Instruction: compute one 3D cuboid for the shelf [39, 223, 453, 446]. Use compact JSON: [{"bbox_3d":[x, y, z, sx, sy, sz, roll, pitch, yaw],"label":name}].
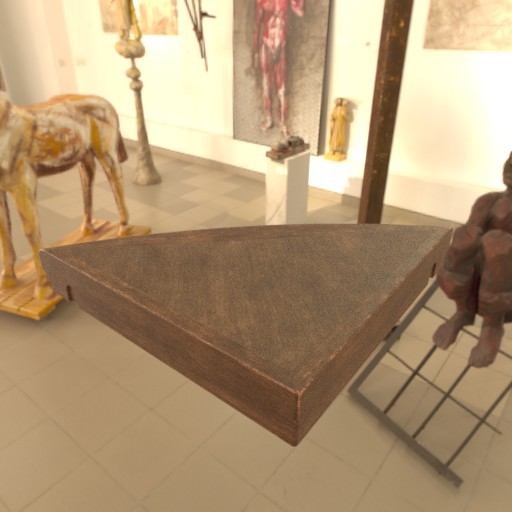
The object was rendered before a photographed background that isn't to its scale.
[{"bbox_3d":[0.000,0.000,0.471,0.310,0.050,0.310,21,35,33],"label":"shelf"}]
